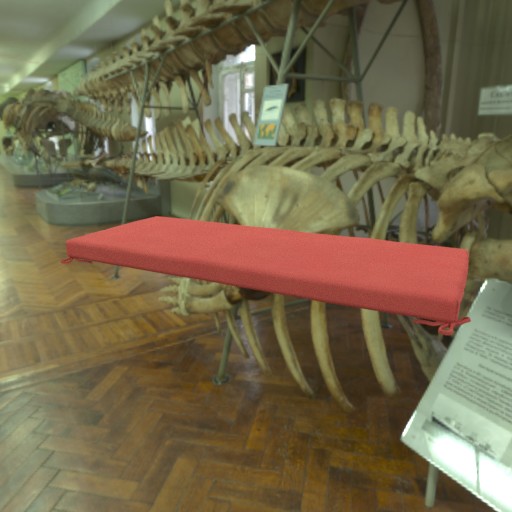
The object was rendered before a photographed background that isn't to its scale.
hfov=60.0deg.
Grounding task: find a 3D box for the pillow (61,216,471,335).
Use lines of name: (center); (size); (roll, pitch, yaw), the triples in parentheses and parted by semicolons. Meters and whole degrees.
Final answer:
pillow: (0.000, 0.000, 1.332); (1.187, 0.081, 0.492); (8, 18, 26)
